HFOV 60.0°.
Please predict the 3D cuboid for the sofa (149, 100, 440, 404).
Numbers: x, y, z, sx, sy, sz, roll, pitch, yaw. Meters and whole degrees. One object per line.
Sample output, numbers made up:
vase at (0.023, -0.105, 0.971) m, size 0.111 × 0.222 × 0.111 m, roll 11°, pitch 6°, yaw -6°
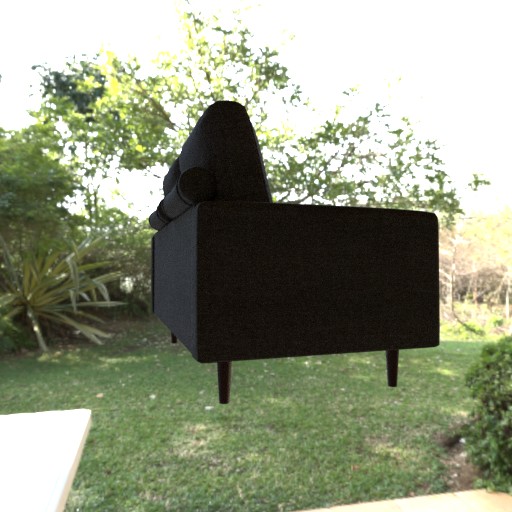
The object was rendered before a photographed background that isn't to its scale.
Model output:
sofa at (0.000, 0.000, 1.948) m, size 0.842 × 0.907 × 1.407 m, roll 0°, pitch -1°, yaw -18°
